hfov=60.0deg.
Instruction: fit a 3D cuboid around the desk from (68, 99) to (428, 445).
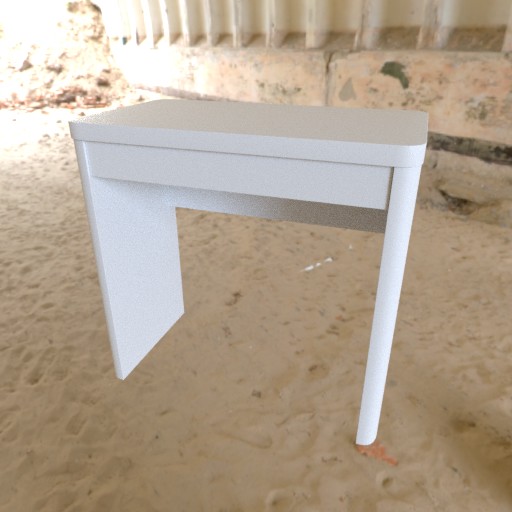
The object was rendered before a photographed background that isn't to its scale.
[{"bbox_3d":[0.000,0.000,1.247,0.790,0.760,0.446,9,28,18],"label":"desk"}]
